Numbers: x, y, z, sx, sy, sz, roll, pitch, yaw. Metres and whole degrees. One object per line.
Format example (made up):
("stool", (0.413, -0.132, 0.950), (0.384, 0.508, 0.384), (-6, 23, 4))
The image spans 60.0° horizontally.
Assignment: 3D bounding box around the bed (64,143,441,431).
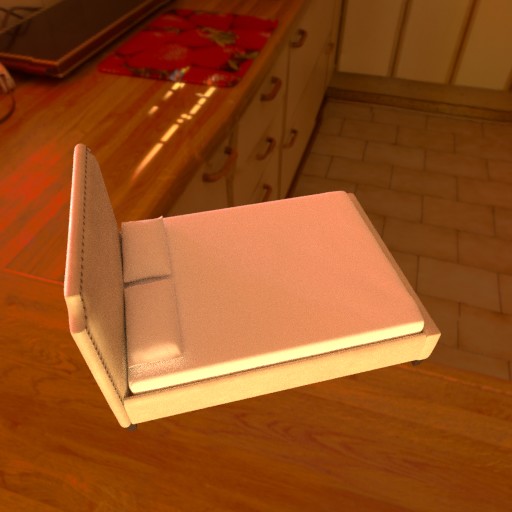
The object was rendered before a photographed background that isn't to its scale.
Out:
("bed", (0.000, 0.000, 3.388), (2.372, 1.443, 1.712), (-10, 47, -9))
